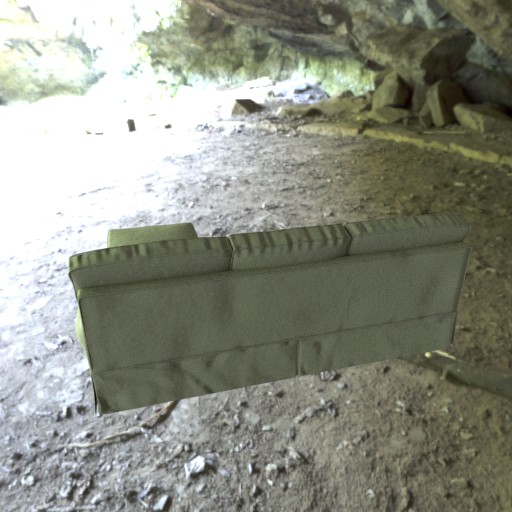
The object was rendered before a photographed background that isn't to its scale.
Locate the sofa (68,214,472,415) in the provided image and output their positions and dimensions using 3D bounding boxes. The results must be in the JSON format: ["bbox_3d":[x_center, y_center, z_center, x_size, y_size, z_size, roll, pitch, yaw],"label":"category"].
[{"bbox_3d":[0.000,0.000,3.385,2.475,0.978,1.733,-7,25,-14],"label":"sofa"}]
